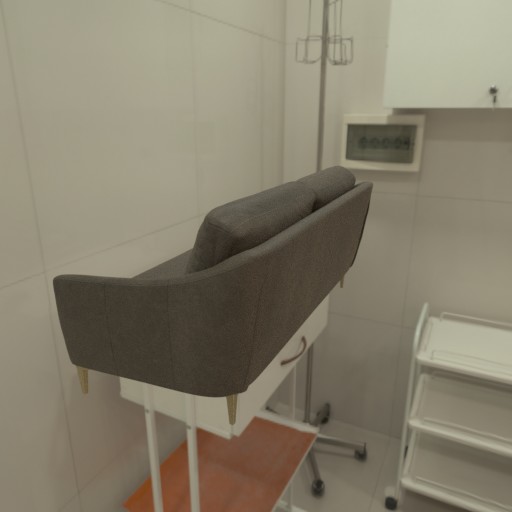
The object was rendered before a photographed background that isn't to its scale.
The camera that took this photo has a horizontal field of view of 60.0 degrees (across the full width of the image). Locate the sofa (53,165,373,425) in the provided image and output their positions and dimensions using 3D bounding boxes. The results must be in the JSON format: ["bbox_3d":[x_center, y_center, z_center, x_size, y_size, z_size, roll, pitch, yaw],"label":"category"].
[{"bbox_3d":[0.000,0.000,2.569,0.960,0.902,2.036,9,20,25],"label":"sofa"}]
